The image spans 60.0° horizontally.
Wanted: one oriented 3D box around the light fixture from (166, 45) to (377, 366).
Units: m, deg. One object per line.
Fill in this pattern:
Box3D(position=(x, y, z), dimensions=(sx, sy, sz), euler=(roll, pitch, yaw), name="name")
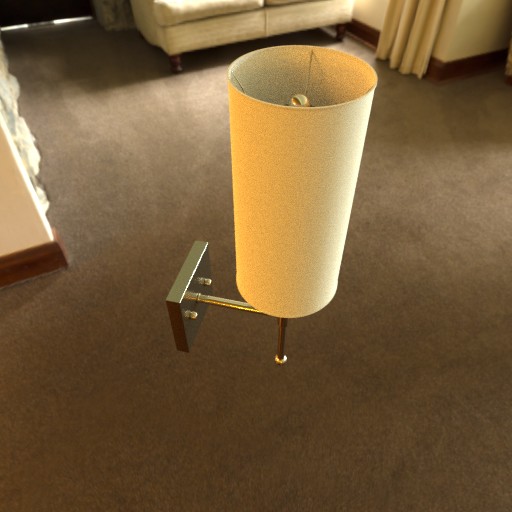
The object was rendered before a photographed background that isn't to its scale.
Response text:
Box3D(position=(0.000, 0.000, 0.549), dimensions=(0.208, 0.462, 0.128), euler=(10, 46, 10), name="light fixture")
